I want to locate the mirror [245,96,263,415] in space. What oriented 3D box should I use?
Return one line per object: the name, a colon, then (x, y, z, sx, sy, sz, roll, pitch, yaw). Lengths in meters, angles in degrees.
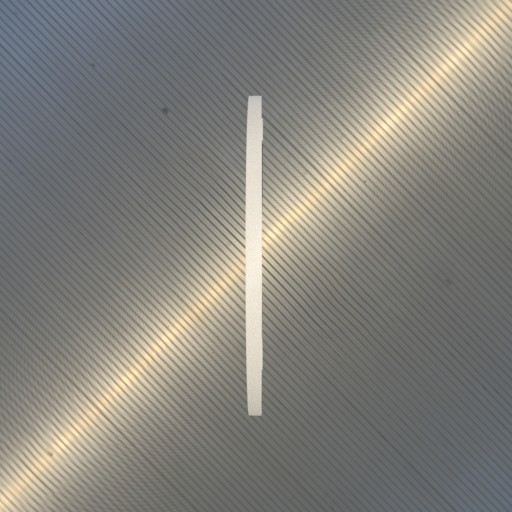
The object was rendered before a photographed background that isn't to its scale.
mirror: (0.000, 0.000, 1.346, 0.038, 0.914, 0.914, 0, 90, 0)
